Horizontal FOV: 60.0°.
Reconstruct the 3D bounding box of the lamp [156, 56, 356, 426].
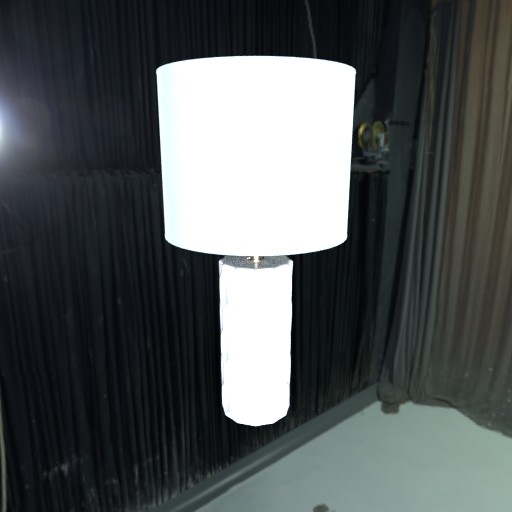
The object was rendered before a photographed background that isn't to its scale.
[{"bbox_3d":[0.000,0.000,0.697,0.277,0.534,0.277,-14,20,-43],"label":"lamp"}]
